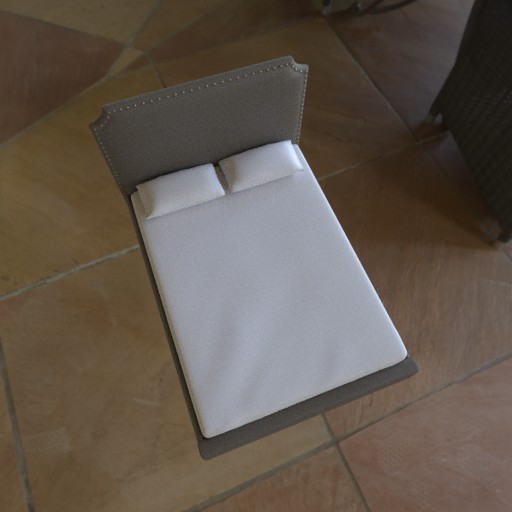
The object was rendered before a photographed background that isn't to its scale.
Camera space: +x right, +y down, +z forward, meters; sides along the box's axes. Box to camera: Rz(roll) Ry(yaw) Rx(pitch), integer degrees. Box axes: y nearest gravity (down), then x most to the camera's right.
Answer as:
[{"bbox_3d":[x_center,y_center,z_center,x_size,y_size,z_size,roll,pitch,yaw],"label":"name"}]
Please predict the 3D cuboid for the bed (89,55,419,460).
[{"bbox_3d":[0.000,0.000,3.371,1.712,1.443,2.372,-19,65,-9],"label":"bed"}]
